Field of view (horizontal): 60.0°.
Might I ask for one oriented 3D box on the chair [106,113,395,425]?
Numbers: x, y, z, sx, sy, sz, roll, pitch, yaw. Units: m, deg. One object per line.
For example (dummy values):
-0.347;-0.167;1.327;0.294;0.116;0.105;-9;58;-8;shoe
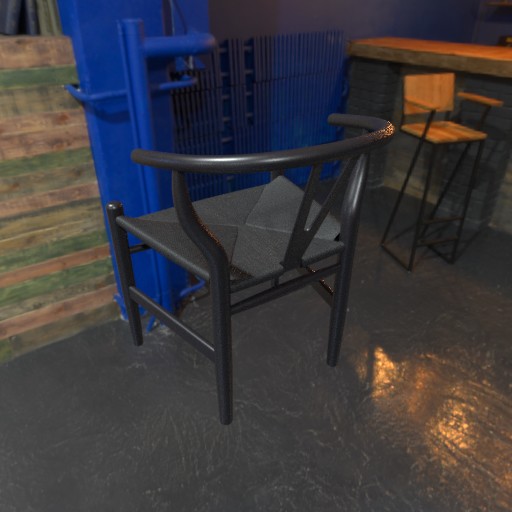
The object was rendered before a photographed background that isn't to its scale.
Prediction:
0.000;0.000;1.138;0.569;0.730;0.579;-19;36;-29;chair
